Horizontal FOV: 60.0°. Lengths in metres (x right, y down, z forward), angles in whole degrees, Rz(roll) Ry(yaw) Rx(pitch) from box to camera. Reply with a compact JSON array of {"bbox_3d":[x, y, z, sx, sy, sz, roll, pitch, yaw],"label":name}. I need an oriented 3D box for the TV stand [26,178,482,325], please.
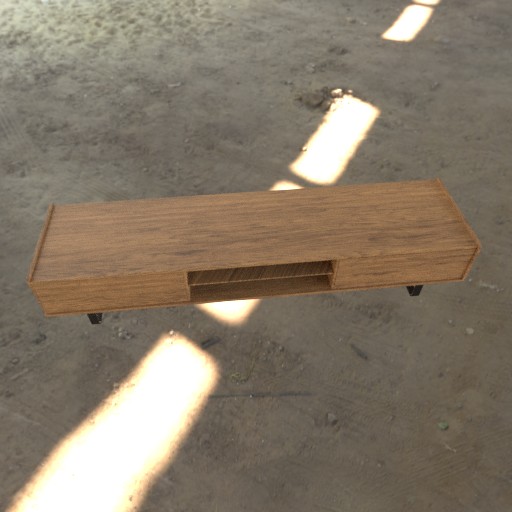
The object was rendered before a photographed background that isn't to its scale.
[{"bbox_3d":[0.000,0.000,2.039,1.796,0.415,0.467,-5,48,-4],"label":"TV stand"}]
